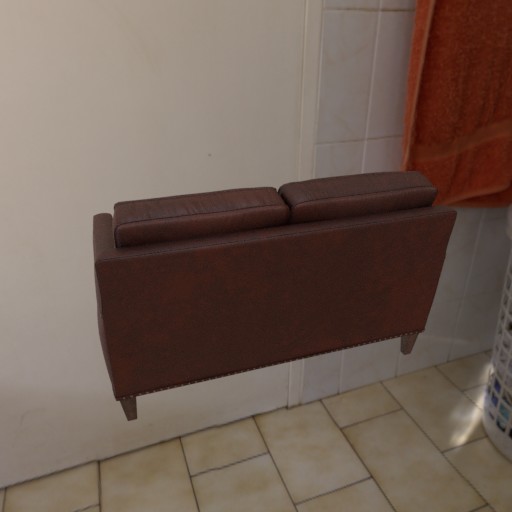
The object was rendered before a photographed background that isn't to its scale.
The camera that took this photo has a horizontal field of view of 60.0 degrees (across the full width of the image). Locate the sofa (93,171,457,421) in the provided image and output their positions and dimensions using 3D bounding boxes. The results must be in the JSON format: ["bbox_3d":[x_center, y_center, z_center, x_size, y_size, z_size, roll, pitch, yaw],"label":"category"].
[{"bbox_3d":[0.000,0.000,2.316,1.628,1.003,1.083,-9,28,-16],"label":"sofa"}]
